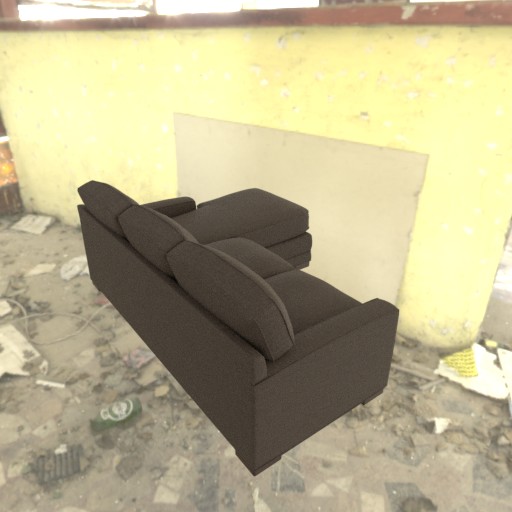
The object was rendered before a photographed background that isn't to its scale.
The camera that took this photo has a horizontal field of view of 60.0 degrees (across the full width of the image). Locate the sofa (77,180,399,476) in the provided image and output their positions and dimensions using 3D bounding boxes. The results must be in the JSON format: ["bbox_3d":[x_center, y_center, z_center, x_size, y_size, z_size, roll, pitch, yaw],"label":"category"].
[{"bbox_3d":[0.000,0.000,3.243,1.790,0.973,2.370,-18,32,-32],"label":"sofa"}]
